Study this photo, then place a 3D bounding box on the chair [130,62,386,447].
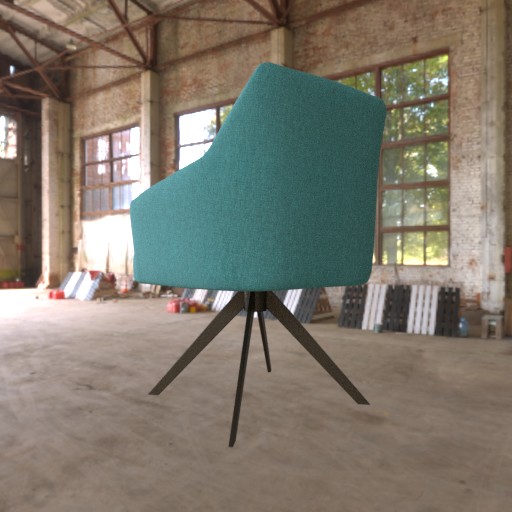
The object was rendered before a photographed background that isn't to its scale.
[{"bbox_3d":[0.000,0.000,1.349,0.642,0.874,0.677,0,0,-36],"label":"chair"}]
